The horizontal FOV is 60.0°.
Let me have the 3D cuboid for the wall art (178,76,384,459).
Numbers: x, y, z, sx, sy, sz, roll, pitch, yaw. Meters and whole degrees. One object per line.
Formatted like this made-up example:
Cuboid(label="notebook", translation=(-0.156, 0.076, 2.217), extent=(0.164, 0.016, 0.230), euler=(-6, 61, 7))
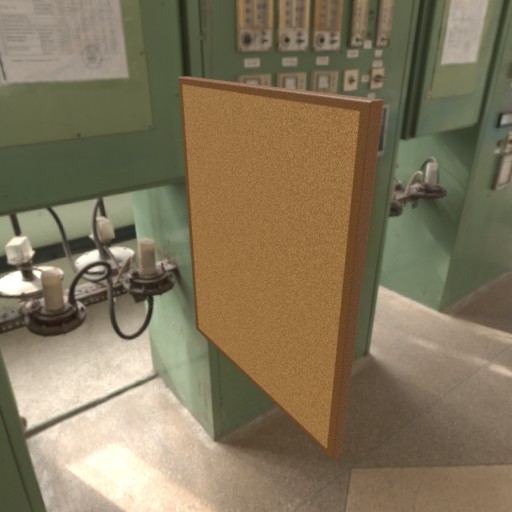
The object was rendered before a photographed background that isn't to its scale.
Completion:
Cuboid(label="wall art", translation=(0.000, 0.000, 0.763), extent=(0.021, 0.550, 0.449), euler=(-18, 31, -32))
